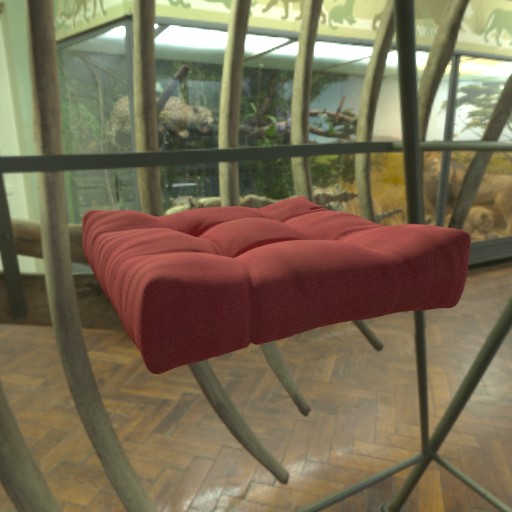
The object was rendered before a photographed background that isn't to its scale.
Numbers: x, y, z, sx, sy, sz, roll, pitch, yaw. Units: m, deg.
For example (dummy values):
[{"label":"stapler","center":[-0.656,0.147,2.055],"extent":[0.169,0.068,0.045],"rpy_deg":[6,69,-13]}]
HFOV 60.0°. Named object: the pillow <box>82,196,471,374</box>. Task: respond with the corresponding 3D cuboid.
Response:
[{"label":"pillow","center":[0.000,0.000,0.729],"extent":[0.490,0.128,0.468],"rpy_deg":[-8,17,-26]}]
